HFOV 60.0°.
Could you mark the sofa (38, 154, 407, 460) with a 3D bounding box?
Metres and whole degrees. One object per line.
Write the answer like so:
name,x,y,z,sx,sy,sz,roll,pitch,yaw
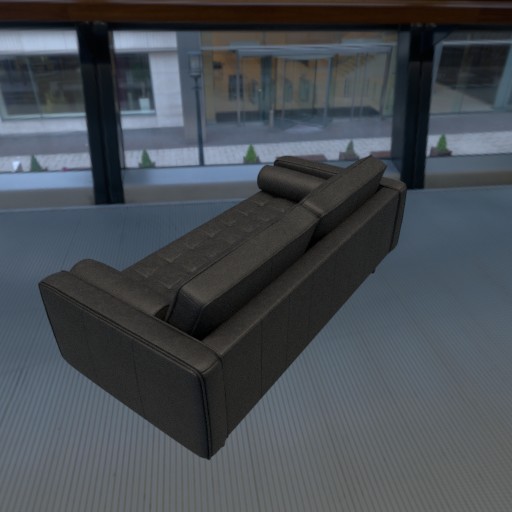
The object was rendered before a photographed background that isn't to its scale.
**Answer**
sofa,0.000,0.000,2.313,0.921,0.770,1.879,21,38,29
